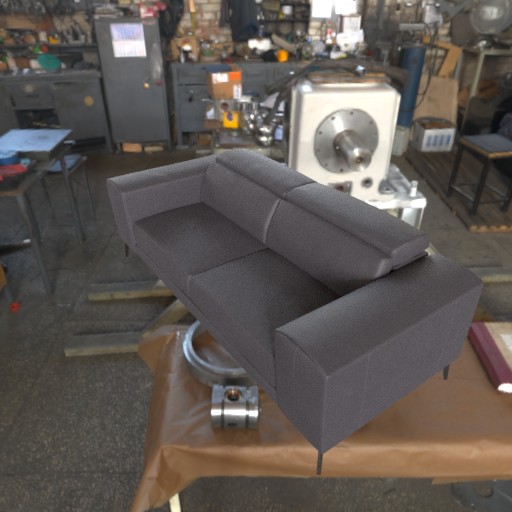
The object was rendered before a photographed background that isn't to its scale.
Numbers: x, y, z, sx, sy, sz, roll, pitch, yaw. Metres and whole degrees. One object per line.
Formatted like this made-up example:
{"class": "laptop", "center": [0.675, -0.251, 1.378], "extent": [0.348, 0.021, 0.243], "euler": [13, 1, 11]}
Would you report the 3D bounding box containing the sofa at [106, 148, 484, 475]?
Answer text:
{"class": "sofa", "center": [0.000, 0.000, 2.767], "extent": [1.048, 0.814, 2.330], "euler": [-21, 37, -30]}
